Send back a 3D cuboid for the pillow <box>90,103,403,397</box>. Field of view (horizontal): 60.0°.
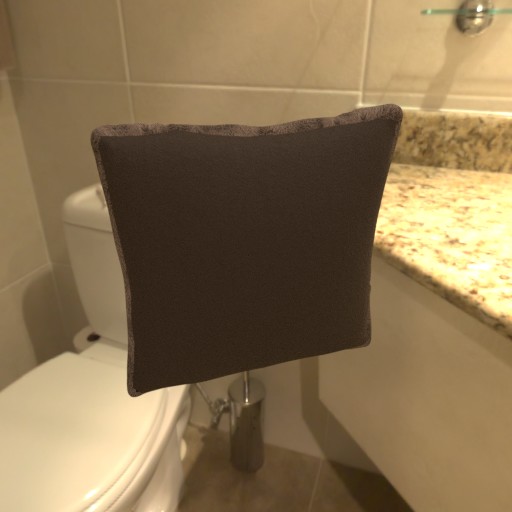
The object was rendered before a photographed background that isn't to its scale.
[{"bbox_3d":[0.000,0.000,0.818,0.522,0.520,0.204,-8,28,-16],"label":"pillow"}]
